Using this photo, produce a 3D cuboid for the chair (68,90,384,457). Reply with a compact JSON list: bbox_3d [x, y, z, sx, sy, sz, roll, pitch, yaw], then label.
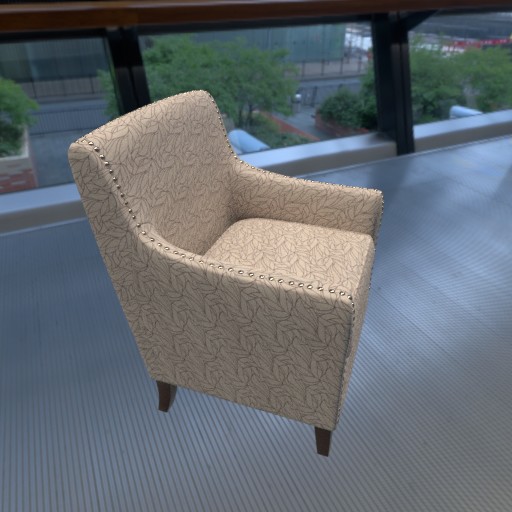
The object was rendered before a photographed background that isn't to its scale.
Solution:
[{"bbox_3d":[0.000,0.000,1.296,0.651,0.816,0.623,11,33,17],"label":"chair"}]
